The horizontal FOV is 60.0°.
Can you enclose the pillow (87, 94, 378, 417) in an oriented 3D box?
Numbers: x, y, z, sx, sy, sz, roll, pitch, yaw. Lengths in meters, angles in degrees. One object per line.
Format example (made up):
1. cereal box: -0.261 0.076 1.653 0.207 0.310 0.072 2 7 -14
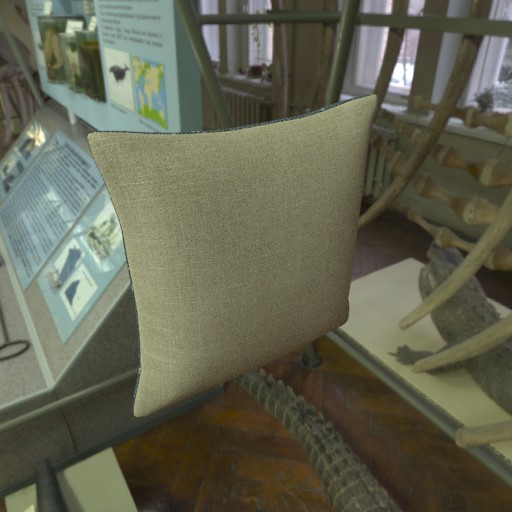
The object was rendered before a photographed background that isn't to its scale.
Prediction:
1. pillow: 0.000 0.000 0.669 0.435 0.428 0.148 -18 34 -29
